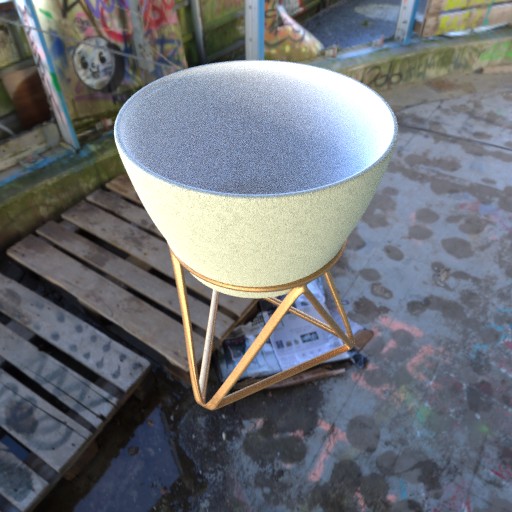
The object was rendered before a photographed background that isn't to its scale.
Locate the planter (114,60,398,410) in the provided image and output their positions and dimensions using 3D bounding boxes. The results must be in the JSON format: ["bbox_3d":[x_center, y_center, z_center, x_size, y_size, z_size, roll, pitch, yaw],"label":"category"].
[{"bbox_3d":[0.000,0.000,0.734,0.350,0.504,0.350,25,50,23],"label":"planter"}]
